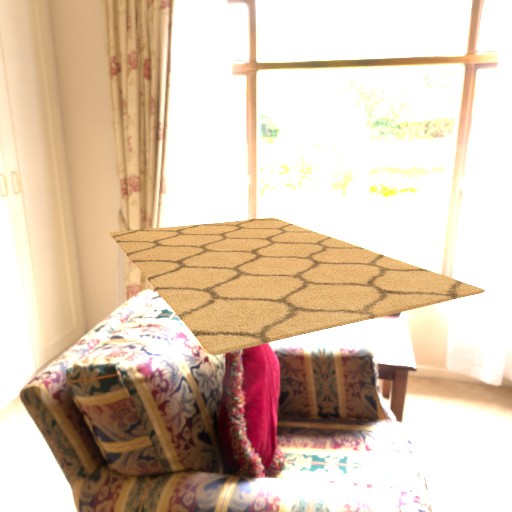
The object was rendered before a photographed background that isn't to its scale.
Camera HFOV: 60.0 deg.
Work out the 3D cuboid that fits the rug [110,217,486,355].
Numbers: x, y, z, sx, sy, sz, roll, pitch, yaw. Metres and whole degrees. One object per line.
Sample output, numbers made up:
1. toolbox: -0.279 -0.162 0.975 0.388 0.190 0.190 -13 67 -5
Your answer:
1. rug: 0.000 0.000 3.474 1.801 0.026 2.701 -8 17 -26
